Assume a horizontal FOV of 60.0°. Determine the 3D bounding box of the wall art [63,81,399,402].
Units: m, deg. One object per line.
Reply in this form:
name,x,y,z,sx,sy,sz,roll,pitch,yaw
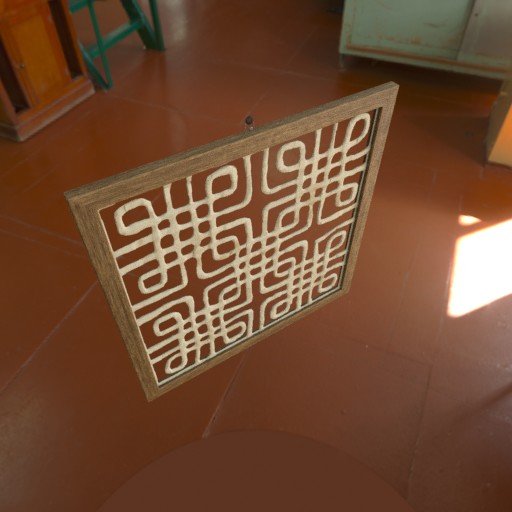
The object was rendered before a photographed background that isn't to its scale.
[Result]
wall art,0.000,0.000,0.847,0.561,0.582,0.021,-25,52,-22
